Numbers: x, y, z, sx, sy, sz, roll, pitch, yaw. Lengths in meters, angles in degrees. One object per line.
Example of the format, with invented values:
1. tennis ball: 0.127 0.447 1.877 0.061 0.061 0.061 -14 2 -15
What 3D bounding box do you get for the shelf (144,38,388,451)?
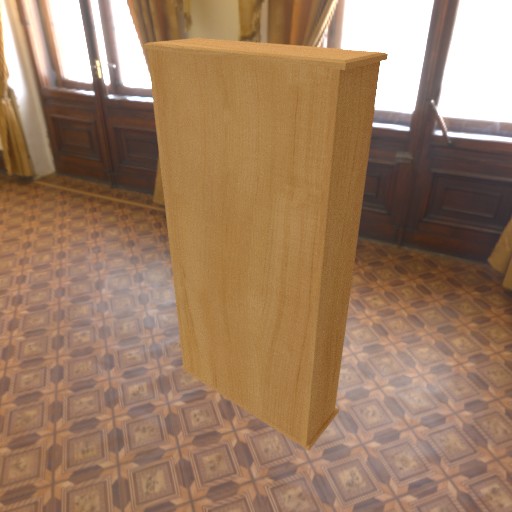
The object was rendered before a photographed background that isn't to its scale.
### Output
1. shelf: 0.000 0.000 1.202 0.520 1.030 0.175 22 37 32
